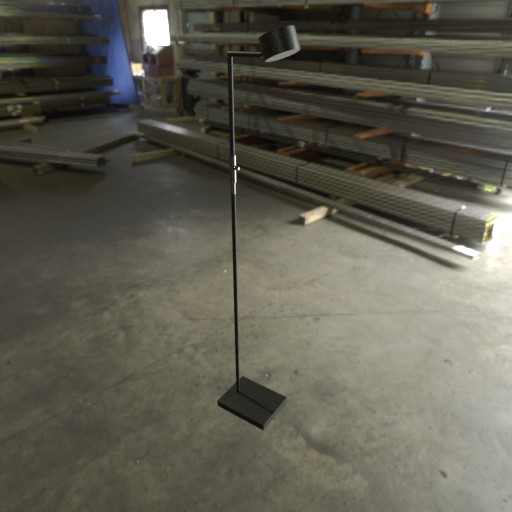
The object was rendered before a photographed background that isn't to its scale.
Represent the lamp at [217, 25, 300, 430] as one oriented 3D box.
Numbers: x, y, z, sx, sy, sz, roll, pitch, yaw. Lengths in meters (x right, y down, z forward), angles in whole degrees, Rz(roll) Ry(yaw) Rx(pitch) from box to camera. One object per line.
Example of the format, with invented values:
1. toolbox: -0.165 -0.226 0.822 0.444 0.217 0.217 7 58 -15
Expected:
1. lamp: 0.000 0.000 1.734 0.304 1.600 0.203 17 32 30
